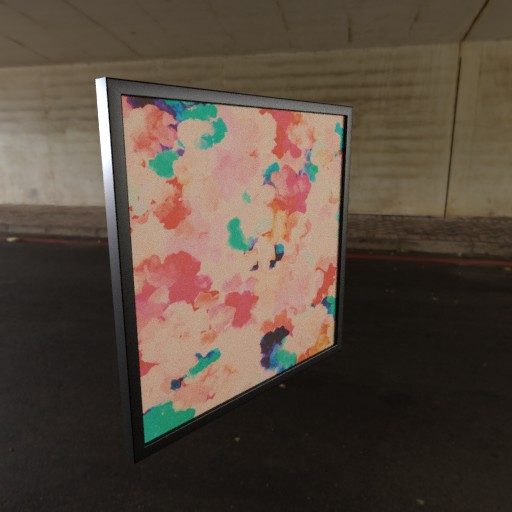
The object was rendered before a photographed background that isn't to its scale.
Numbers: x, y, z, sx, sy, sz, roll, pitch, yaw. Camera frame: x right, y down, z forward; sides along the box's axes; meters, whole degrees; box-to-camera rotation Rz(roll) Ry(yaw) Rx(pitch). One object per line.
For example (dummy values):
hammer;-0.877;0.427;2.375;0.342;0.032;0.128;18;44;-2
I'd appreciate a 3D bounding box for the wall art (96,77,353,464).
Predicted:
wall art;0.000;0.000;1.107;0.036;0.755;0.756;13;19;43
